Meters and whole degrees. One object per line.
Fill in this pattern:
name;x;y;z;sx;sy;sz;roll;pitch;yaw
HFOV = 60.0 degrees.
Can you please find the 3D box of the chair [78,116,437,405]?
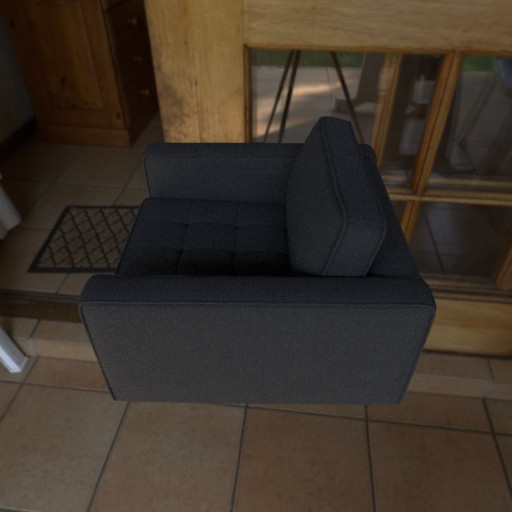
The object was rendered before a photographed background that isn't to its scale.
chair;0.000;0.000;1.551;0.919;0.770;0.899;1;40;1
